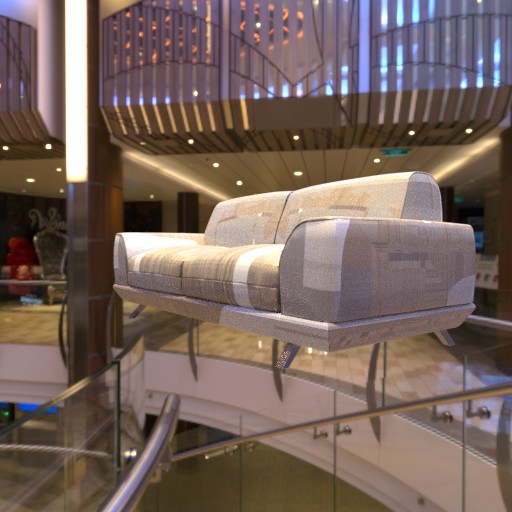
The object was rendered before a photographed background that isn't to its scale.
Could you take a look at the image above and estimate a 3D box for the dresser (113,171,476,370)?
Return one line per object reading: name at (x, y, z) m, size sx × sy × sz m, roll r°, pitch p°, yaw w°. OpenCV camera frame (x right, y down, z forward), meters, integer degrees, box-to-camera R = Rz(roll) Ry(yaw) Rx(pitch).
dresser at (0.000, 0.000, 5.756) m, size 2.251 × 1.863 × 4.679 m, roll -1°, pitch 1°, yaw -37°
